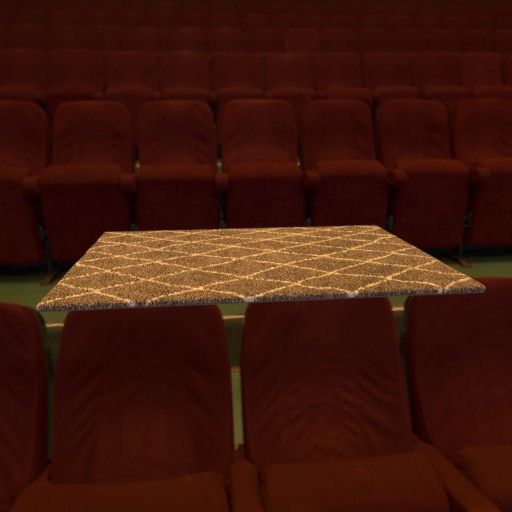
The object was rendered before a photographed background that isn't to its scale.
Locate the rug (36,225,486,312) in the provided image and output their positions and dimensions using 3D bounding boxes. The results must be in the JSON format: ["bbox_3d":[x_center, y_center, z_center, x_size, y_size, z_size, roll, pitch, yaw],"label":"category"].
[{"bbox_3d":[0.000,0.000,2.308,1.778,0.030,1.219,-2,16,-6],"label":"rug"}]
